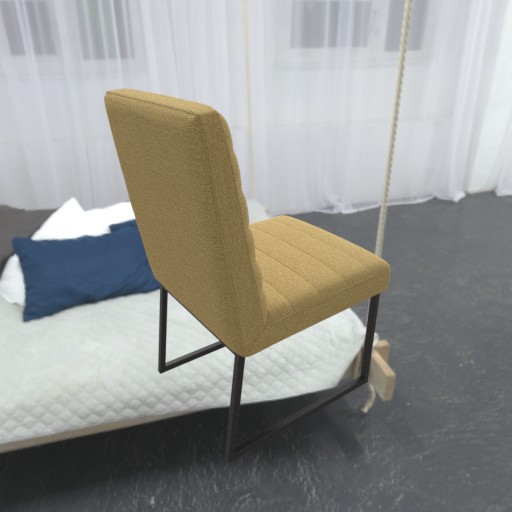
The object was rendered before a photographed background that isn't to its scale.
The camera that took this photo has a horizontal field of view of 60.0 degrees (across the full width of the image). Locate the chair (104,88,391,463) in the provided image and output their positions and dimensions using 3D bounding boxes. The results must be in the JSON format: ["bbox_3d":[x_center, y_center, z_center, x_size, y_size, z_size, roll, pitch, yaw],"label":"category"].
[{"bbox_3d":[0.000,0.000,1.311,0.634,0.930,0.520,-17,30,-31],"label":"chair"}]
